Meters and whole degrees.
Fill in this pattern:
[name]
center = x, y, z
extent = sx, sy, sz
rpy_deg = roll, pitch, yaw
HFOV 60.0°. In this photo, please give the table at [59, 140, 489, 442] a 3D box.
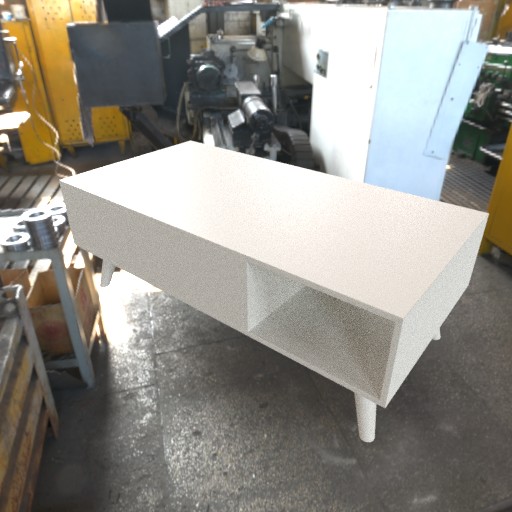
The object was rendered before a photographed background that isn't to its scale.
[table]
center = 0.000, 0.000, 1.471
extent = 1.194, 0.432, 0.609
rpy_deg = 22, 37, 32
